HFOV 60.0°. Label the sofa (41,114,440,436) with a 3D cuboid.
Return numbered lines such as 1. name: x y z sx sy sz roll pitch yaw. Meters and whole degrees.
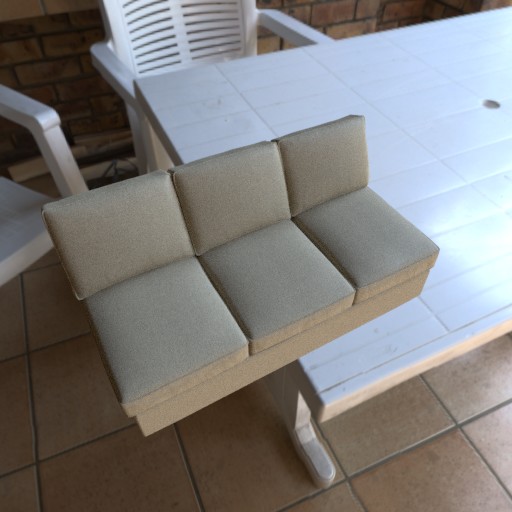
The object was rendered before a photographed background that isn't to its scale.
1. sofa: 0.000 0.000 2.551 1.962 0.973 1.027 -22 50 -20
